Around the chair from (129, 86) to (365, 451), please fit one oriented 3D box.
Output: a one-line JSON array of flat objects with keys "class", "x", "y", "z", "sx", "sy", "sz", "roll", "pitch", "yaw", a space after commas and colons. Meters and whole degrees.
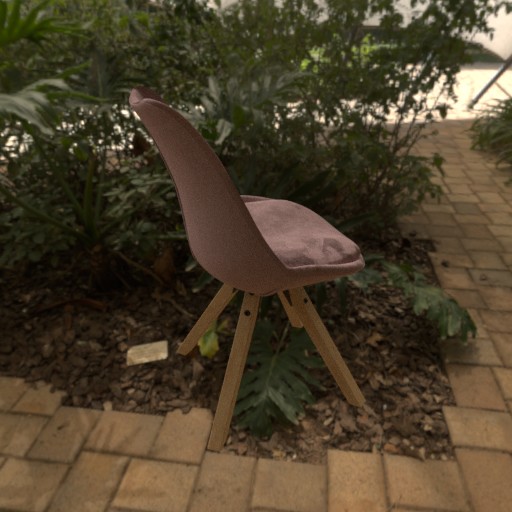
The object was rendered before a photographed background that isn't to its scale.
[{"class": "chair", "x": 0.000, "y": 0.000, "z": 1.182, "sx": 0.550, "sy": 0.850, "sz": 0.485, "roll": -10, "pitch": 29, "yaw": -18}]
